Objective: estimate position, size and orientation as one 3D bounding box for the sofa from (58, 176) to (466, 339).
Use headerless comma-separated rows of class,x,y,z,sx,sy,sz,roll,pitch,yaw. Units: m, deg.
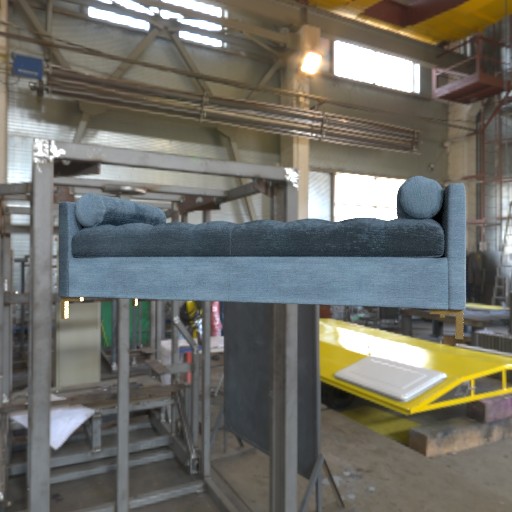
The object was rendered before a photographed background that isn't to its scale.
sofa,0.000,0.000,2.519,2.102,0.705,0.796,0,0,18
